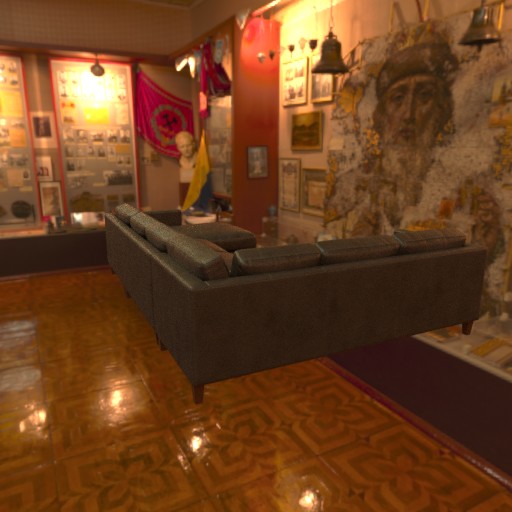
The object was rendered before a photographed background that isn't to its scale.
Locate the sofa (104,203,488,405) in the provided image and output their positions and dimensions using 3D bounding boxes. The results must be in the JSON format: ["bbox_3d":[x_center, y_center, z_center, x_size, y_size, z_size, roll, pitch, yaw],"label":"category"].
[{"bbox_3d":[0.000,0.000,4.475,2.452,0.891,3.324,-6,15,-25],"label":"sofa"}]
